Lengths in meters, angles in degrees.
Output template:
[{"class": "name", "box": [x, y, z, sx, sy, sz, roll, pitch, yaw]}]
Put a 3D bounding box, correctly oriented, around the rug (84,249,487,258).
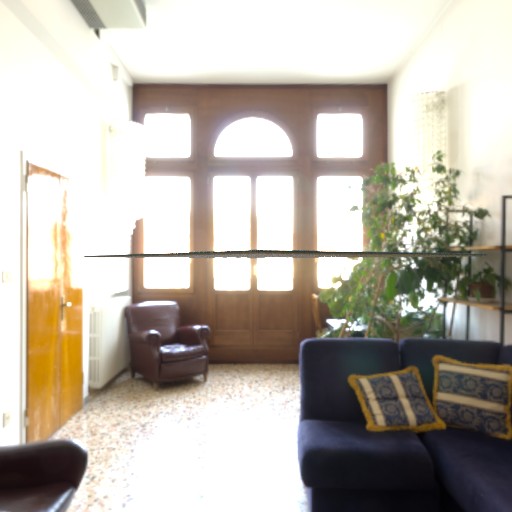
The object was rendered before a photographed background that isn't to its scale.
[{"class": "rug", "box": [0.000, 0.000, 2.816, 1.543, 0.015, 2.144, 0, -1, -36]}]
